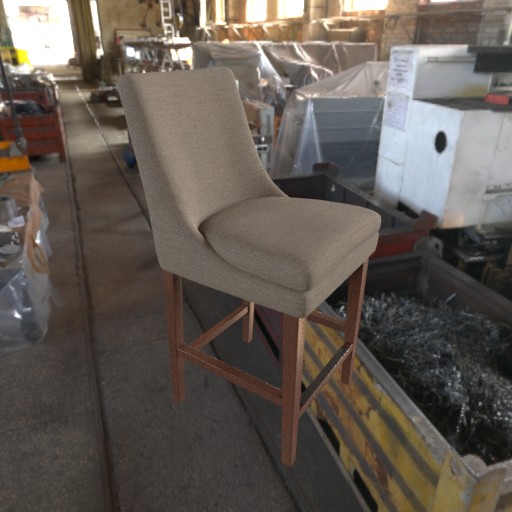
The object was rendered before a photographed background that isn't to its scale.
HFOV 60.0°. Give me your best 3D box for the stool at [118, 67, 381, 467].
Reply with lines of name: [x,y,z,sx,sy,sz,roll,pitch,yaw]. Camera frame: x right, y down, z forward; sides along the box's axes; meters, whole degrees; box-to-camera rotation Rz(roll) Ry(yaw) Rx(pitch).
stool: [0.000,0.000,1.285,0.577,0.981,0.470,17,30,30]
